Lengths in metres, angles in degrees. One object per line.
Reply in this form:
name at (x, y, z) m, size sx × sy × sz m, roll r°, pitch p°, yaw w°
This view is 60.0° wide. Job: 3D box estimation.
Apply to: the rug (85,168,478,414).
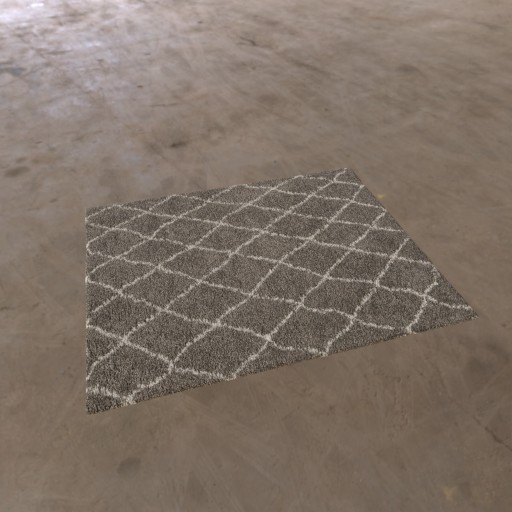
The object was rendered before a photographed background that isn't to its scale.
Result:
rug at (0.000, 0.000, 4.126) m, size 3.047 × 0.029 × 2.438 m, roll -11°, pitch 43°, yaw -12°
